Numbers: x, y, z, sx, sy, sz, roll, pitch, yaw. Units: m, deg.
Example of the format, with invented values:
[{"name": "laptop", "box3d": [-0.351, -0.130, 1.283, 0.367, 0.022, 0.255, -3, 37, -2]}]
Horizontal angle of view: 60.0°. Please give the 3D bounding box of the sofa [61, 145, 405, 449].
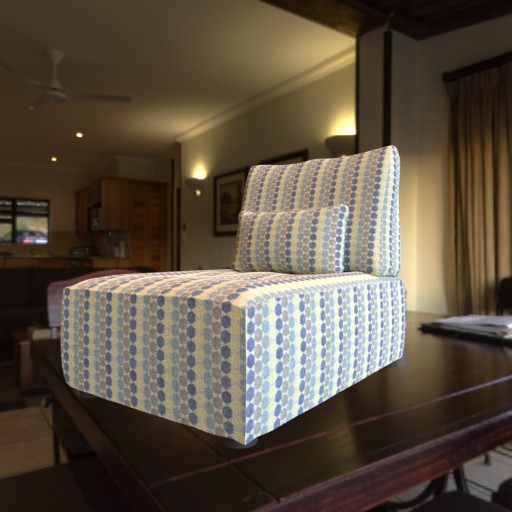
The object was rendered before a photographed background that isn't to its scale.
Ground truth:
[{"name": "sofa", "box3d": [0.000, 0.000, 1.503, 0.700, 0.820, 1.000, 0, 1, 37]}]
